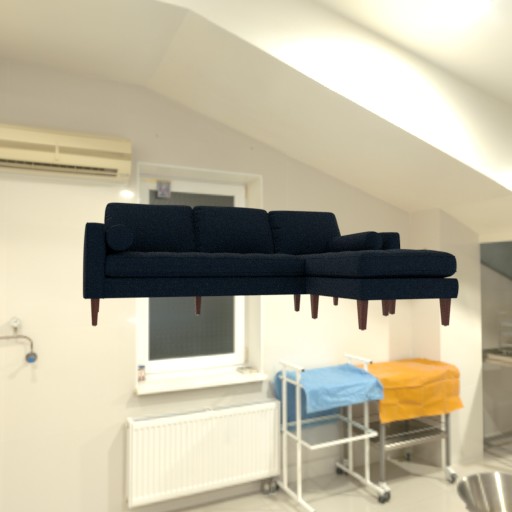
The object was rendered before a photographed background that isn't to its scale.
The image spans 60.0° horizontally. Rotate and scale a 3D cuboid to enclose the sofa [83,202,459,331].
[{"bbox_3d":[0.000,0.000,2.996,2.185,0.841,1.613,1,-2,-19],"label":"sofa"}]
